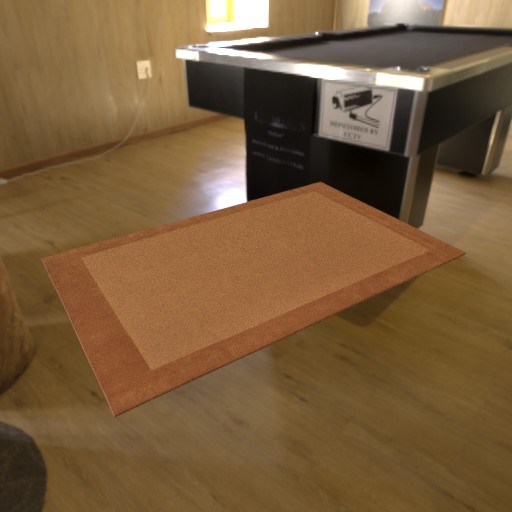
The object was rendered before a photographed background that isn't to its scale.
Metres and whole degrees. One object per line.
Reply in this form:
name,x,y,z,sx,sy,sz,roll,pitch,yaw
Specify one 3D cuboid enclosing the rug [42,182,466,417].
rug,0.000,0.000,2.994,2.438,0.014,1.524,-19,36,-28
